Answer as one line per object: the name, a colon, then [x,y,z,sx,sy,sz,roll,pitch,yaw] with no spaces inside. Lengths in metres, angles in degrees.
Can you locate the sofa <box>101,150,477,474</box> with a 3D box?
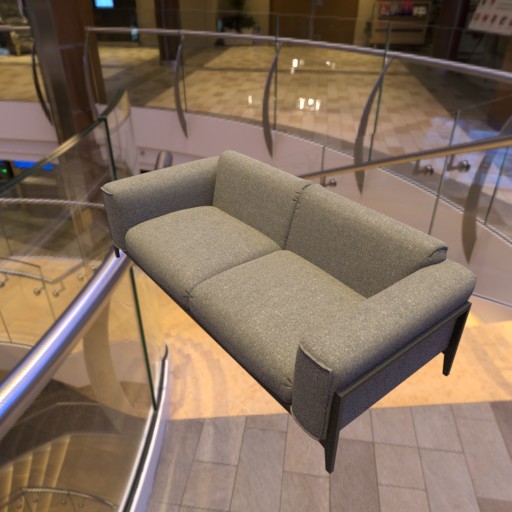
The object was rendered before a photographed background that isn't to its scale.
sofa: [0.000,0.000,2.556,0.985,0.703,2.125,-22,38,-32]
